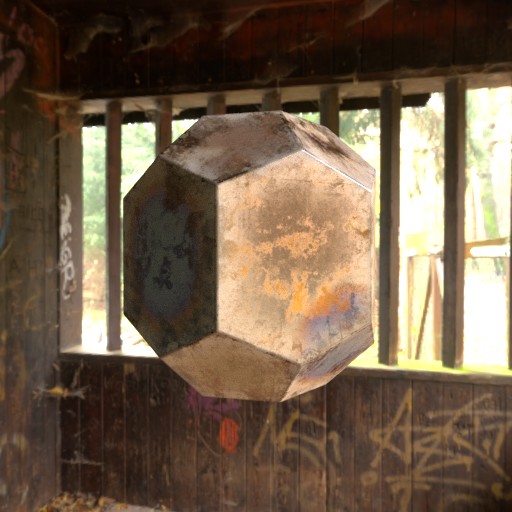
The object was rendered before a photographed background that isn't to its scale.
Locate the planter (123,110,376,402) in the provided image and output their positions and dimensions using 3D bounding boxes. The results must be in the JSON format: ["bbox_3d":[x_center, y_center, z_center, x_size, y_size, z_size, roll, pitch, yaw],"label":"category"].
[{"bbox_3d":[0.000,0.000,0.423,0.243,0.238,0.221,0,1,-17],"label":"planter"}]
